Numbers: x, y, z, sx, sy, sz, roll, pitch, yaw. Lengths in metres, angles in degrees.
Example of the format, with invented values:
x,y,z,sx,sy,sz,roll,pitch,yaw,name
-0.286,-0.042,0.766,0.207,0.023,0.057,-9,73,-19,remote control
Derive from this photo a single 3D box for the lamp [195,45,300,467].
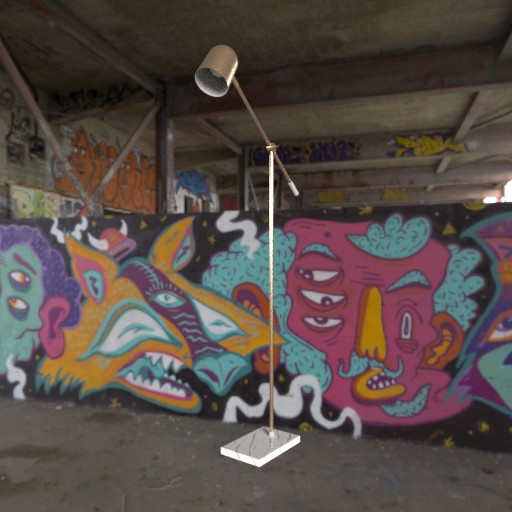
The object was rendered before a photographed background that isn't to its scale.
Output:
x,y,z,sx,sy,sz,roll,pitch,yaw,name
0.000,0.000,1.827,0.194,1.594,0.653,-1,-1,37,lamp
